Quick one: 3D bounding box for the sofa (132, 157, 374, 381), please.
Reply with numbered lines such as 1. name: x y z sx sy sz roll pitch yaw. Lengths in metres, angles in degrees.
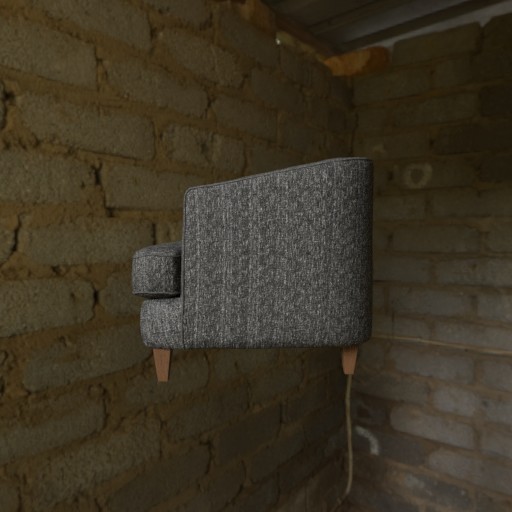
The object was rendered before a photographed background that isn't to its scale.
1. sofa: 0.000 0.000 2.685 0.941 0.855 2.278 0 2 -1
